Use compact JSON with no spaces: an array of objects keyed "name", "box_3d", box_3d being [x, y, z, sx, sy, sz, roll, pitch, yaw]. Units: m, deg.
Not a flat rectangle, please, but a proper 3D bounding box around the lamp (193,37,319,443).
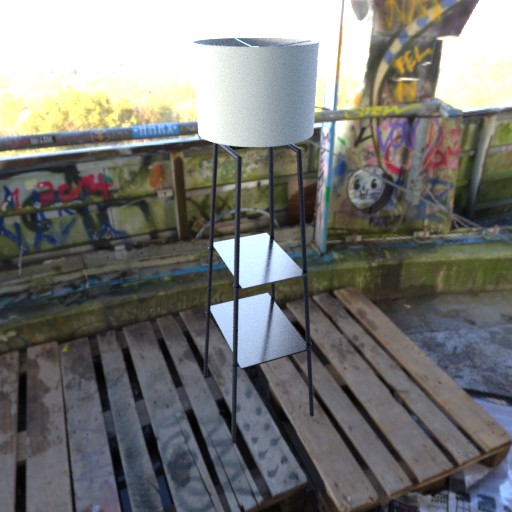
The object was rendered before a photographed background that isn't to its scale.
[{"name":"lamp","box_3d":[0.000,0.000,1.689,0.384,1.474,0.427,-11,32,-19]}]
